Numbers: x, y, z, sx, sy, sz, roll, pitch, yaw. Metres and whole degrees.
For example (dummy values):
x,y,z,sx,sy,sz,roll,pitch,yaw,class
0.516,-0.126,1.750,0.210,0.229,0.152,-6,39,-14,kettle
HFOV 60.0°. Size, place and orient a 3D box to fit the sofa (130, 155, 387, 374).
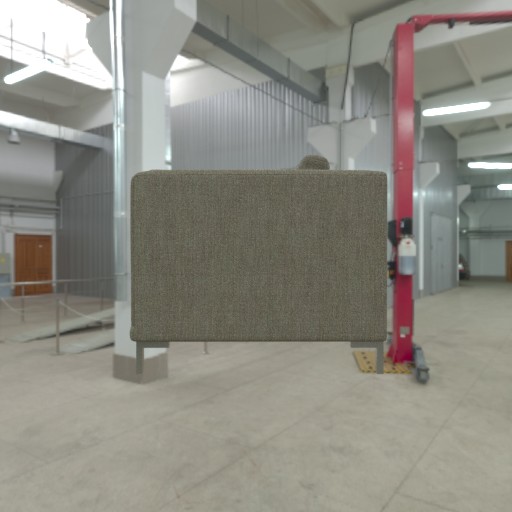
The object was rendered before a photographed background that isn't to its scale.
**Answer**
x,y,z,sx,sy,sz,roll,pitch,yaw,class
0.000,0.000,2.844,0.969,0.867,2.415,0,0,0,sofa
